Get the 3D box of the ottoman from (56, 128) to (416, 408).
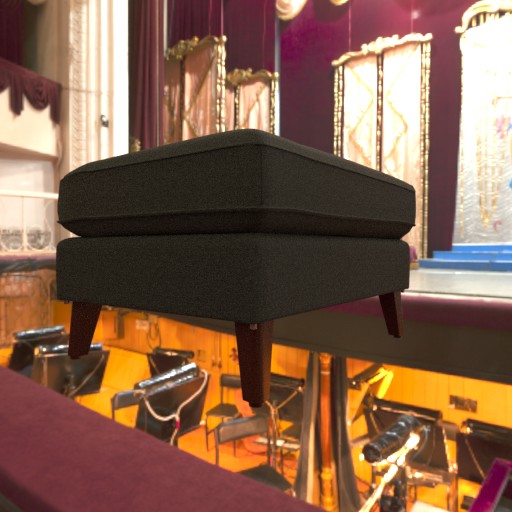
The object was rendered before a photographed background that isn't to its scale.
[{"bbox_3d":[0.000,0.000,1.212,0.629,0.503,0.835,1,1,36],"label":"ottoman"}]
